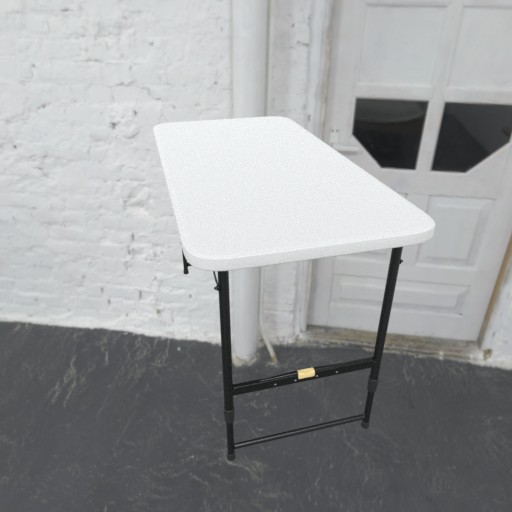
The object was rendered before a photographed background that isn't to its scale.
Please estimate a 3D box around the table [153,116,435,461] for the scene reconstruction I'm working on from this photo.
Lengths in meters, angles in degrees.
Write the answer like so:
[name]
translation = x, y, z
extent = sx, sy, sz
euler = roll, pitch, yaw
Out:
[table]
translation = 0.000, 0.000, 1.658
extent = 0.610, 0.737, 1.219
euler = -8, 31, -13
